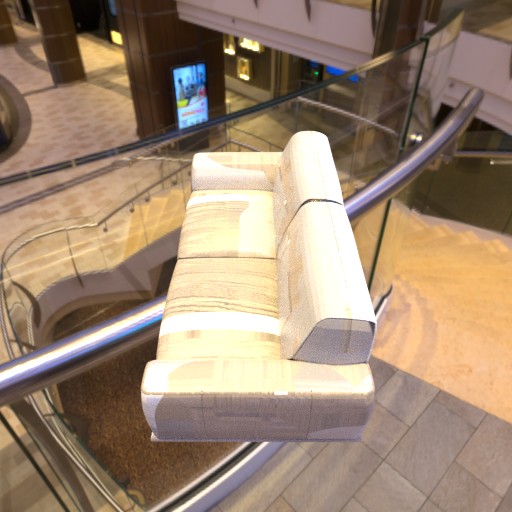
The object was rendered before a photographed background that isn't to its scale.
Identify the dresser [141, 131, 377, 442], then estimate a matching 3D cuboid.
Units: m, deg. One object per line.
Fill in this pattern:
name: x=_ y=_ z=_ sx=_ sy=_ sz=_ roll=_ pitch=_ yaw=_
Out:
dresser: x=0.000 y=0.000 z=5.963 sx=2.251 sy=1.863 sz=4.679 roll=0 pitch=41 yaw=0
